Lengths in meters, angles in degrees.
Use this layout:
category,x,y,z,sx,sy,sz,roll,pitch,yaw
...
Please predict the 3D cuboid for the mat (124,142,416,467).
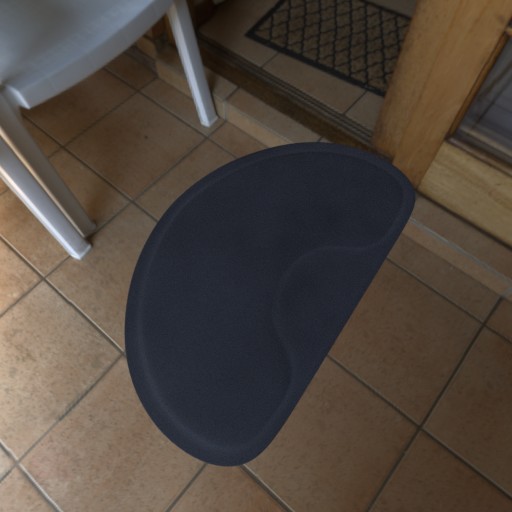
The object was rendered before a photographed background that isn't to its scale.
category,x,y,z,sx,sy,sz,roll,pitch,yaw
mat,0.000,0.000,1.861,0.913,0.013,1.524,31,67,15
